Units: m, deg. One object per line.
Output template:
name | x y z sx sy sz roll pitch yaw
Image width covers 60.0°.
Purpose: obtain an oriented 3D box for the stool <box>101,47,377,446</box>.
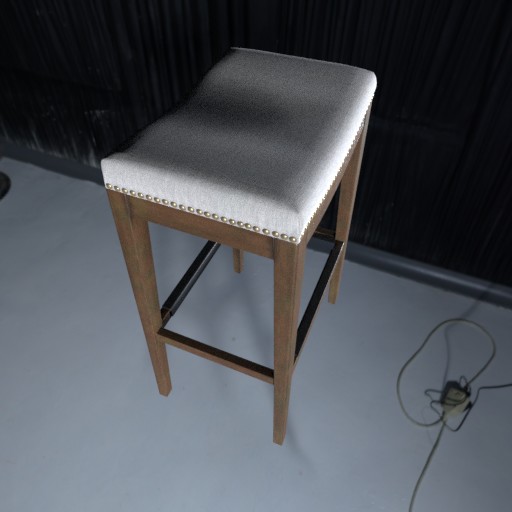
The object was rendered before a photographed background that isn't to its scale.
stool | 0.000 0.000 1.047 0.356 0.762 0.508 17 49 15
